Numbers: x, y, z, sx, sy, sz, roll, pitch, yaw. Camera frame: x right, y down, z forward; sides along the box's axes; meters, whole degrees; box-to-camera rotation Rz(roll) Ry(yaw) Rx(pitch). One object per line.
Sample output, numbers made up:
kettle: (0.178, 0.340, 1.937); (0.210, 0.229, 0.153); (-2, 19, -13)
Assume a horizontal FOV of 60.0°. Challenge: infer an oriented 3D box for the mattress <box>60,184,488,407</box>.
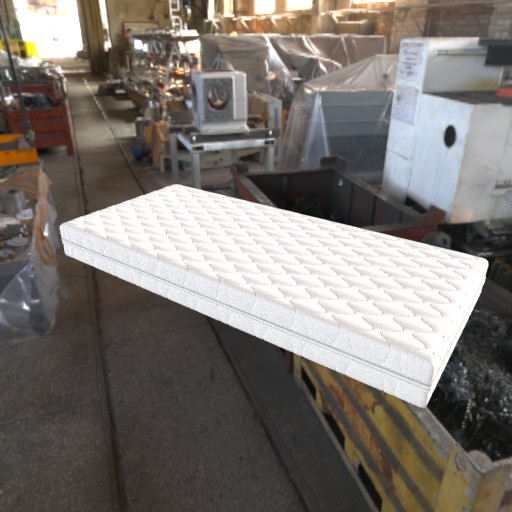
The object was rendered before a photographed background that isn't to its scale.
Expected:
mattress: (0.000, 0.000, 2.257); (2.000, 0.200, 0.900); (18, 32, 31)
